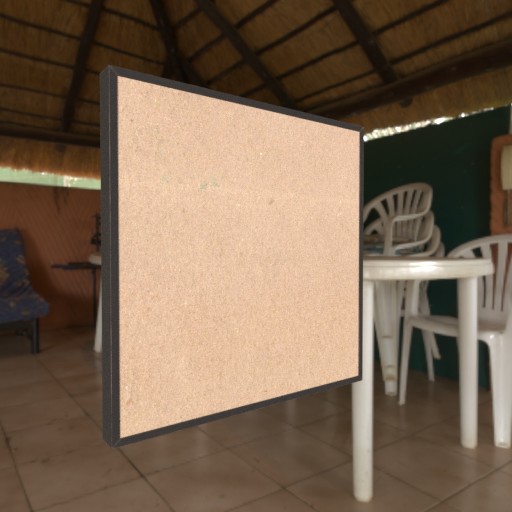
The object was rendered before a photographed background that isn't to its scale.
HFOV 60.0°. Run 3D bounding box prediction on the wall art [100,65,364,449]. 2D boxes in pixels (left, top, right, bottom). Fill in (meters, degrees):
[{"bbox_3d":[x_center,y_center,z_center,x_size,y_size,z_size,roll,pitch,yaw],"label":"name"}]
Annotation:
[{"bbox_3d":[0.000,0.000,0.752,0.508,0.508,0.038,-1,2,-37],"label":"wall art"}]
